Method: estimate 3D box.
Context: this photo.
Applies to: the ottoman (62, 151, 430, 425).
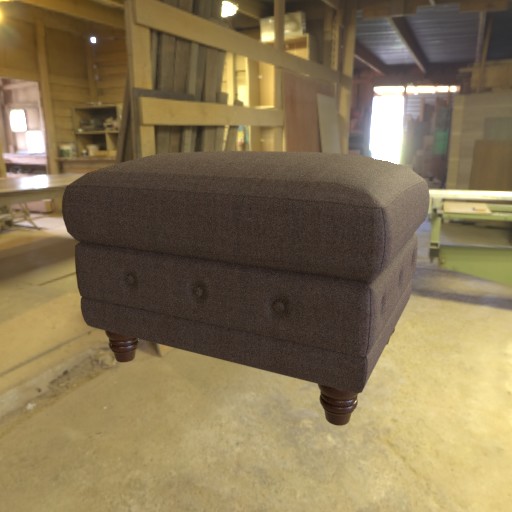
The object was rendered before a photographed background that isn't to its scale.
[{"bbox_3d":[0.000,0.000,1.212,0.809,0.555,0.599,7,16,26],"label":"ottoman"}]
